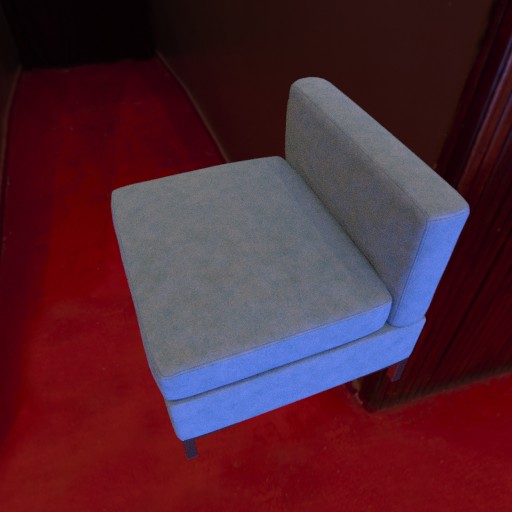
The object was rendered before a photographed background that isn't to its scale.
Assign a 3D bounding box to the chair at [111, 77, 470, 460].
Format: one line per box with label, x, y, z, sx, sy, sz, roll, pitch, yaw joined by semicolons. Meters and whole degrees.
chair;0.000;0.000;1.213;0.685;0.660;0.684;-15;47;-15
